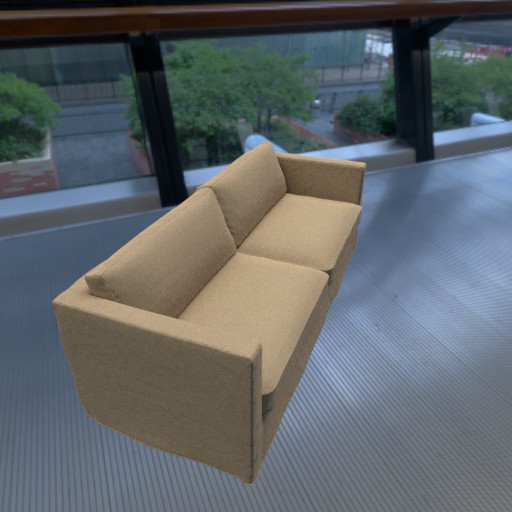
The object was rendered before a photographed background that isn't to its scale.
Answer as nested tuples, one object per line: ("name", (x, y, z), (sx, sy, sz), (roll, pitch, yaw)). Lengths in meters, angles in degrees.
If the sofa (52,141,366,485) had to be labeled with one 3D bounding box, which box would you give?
("sofa", (0.000, 0.000, 2.758), (0.962, 0.853, 2.312), (12, 33, 19))
